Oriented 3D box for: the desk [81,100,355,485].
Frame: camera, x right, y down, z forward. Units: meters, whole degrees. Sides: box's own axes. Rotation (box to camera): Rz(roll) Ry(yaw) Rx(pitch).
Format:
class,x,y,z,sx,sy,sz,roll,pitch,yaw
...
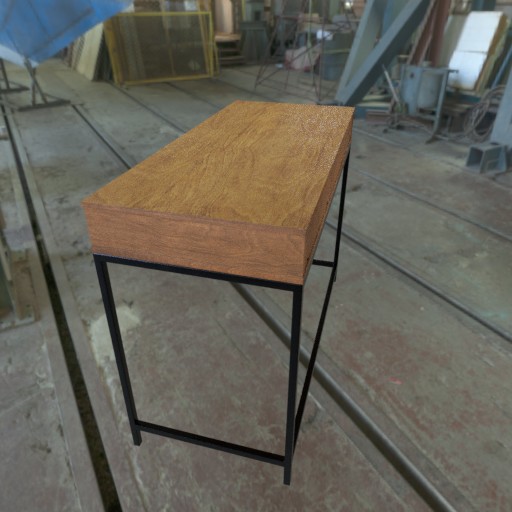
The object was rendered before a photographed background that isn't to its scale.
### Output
class,x,y,z,sx,sy,sz,roll,pitch,yaw
desk,0.000,0.000,1.451,0.470,0.762,1.016,8,32,13
